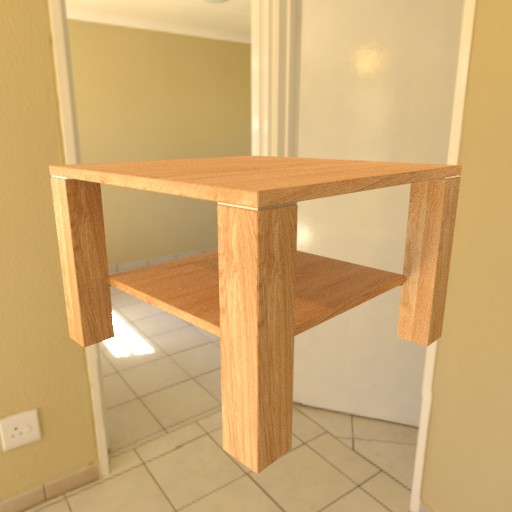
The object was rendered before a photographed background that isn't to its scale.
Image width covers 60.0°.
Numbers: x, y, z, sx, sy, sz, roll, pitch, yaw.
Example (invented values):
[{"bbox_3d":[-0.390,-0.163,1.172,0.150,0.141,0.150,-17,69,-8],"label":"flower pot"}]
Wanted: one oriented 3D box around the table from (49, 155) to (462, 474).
[{"bbox_3d":[0.000,0.000,1.120,0.700,0.450,0.700,15,21,43],"label":"table"}]
